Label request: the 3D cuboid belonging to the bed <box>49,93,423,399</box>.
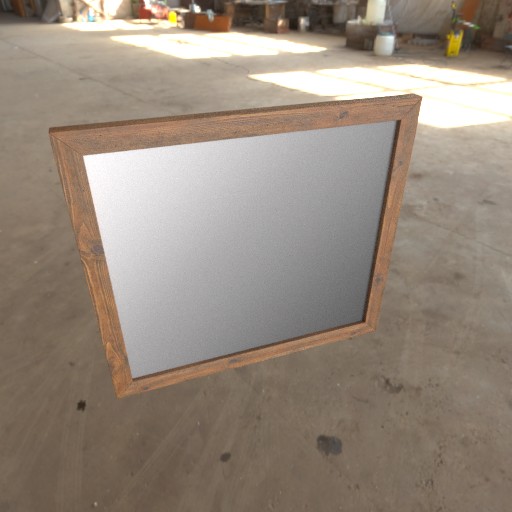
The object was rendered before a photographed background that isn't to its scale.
[{"bbox_3d":[0.000,0.000,1.457,1.046,0.942,0.046,-11,35,-16],"label":"bed"}]
